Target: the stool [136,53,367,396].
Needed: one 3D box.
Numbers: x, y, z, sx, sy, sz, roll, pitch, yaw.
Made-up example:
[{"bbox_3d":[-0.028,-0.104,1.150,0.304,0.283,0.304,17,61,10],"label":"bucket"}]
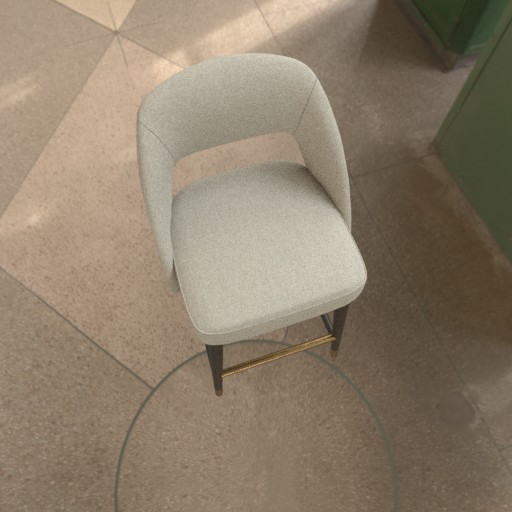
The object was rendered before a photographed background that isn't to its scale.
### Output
[{"bbox_3d":[0.000,0.000,1.248,0.494,0.940,0.509,-17,65,-8],"label":"stool"}]
